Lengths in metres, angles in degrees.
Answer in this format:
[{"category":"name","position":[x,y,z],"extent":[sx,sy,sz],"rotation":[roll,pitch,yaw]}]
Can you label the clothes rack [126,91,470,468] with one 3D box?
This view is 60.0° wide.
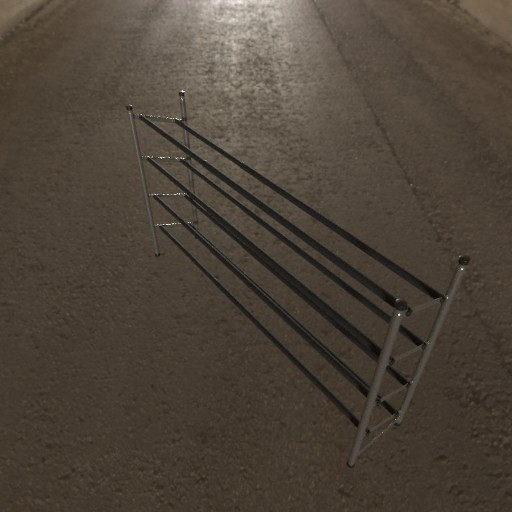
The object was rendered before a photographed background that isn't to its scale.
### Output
[{"category":"clothes rack","position":[0.000,0.000,1.427],"extent":[0.229,0.672,1.168],"rotation":[-27,48,-27]}]
